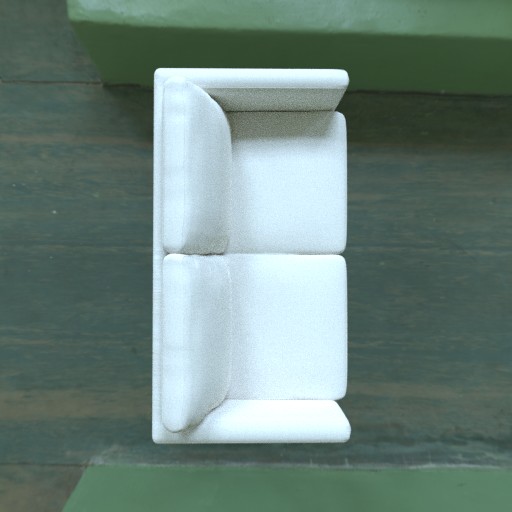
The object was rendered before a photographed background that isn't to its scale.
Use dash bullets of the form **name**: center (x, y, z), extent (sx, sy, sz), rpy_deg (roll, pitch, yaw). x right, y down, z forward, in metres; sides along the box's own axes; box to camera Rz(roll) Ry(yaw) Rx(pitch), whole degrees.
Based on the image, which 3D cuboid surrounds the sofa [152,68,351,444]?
- **sofa**: center (0.000, 0.000, 2.258), extent (0.940, 0.893, 1.713), rpy_deg (0, 89, -1)
